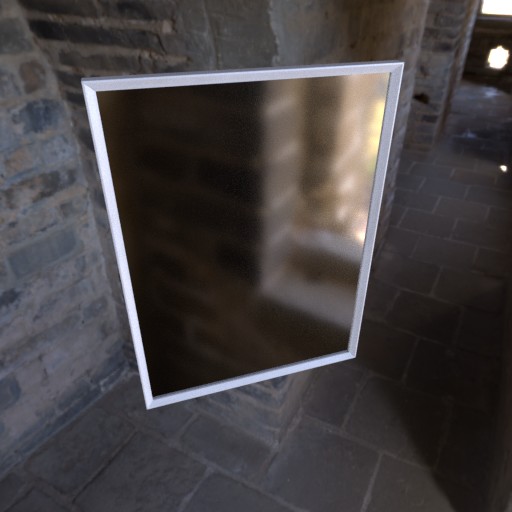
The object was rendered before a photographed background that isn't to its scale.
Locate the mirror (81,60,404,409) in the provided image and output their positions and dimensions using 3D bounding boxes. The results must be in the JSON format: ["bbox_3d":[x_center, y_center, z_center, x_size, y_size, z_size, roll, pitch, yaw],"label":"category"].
[{"bbox_3d":[0.000,0.000,1.290,0.762,1.016,0.041,-10,34,-15],"label":"mirror"}]
